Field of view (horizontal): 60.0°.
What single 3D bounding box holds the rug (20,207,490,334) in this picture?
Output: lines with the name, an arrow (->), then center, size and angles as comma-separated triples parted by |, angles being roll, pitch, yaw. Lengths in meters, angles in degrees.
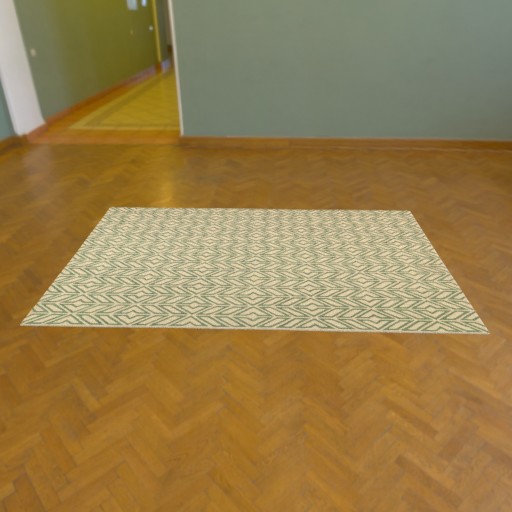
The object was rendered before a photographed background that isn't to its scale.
rug -> 0.000, 0.000, 2.948 | 2.435, 0.011, 1.517 | 1, 30, 1
